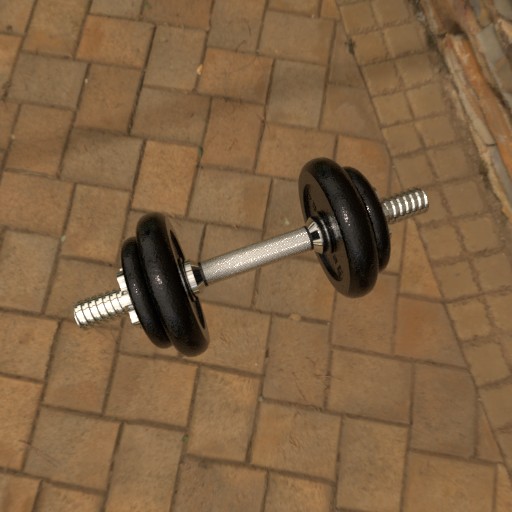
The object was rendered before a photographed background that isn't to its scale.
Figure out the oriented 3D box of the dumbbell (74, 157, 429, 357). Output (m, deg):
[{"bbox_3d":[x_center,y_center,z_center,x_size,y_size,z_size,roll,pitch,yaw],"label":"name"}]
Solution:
[{"bbox_3d":[0.000,0.000,0.609,0.497,0.202,0.202,-19,77,-5],"label":"dumbbell"}]
